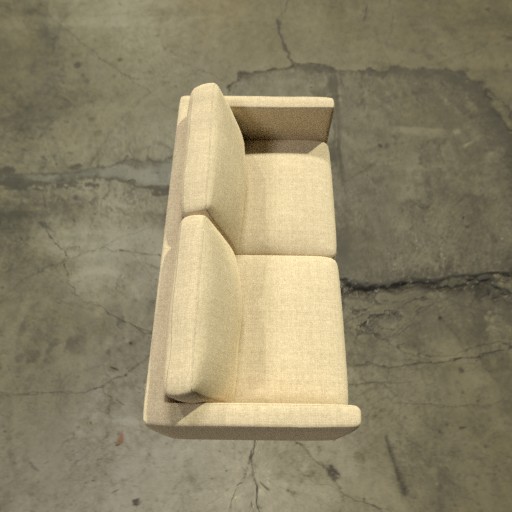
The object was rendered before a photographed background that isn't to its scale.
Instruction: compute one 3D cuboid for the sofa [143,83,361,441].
[{"bbox_3d":[0.000,0.000,2.490,0.950,0.963,1.884,1,64,0],"label":"sofa"}]
